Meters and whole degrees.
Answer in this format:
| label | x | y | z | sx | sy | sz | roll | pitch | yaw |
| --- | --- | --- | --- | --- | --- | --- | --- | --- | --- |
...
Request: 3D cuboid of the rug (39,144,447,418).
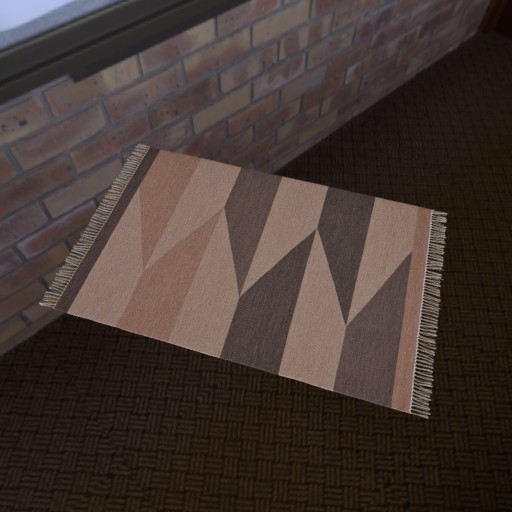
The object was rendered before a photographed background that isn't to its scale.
| label | x | y | z | sx | sy | sz | roll | pitch | yaw |
| --- | --- | --- | --- | --- | --- | --- | --- | --- | --- |
| rug | 0.000 | 0.000 | 2.469 | 2.021 | 0.027 | 1.224 | 14 | 59 | 9 |
